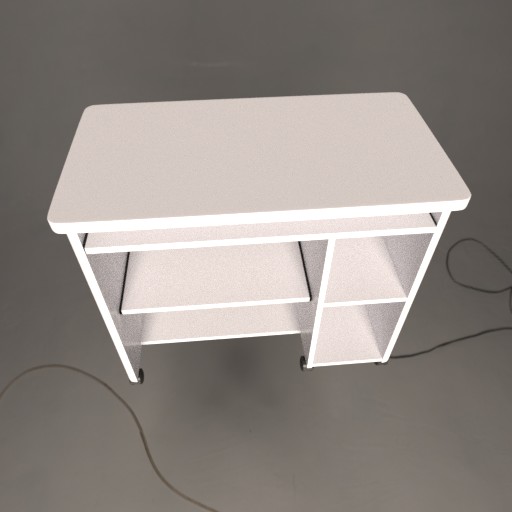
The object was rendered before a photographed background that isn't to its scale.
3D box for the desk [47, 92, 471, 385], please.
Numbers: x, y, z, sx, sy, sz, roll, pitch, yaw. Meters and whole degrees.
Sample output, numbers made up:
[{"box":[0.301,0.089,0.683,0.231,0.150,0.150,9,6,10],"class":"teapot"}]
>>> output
[{"box":[0.000,0.000,1.331,0.877,0.763,0.475,-4,47,-3],"class":"desk"}]
